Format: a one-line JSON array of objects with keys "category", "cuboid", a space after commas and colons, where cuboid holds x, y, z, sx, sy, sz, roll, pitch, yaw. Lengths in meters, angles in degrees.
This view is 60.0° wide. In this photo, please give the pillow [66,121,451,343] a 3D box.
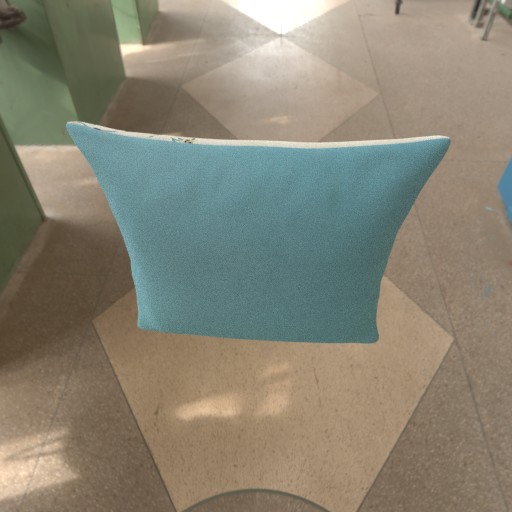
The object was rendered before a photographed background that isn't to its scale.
[{"category": "pillow", "cuboid": [0.000, 0.000, 0.785, 0.526, 0.507, 0.166, 3, 47, 3]}]
